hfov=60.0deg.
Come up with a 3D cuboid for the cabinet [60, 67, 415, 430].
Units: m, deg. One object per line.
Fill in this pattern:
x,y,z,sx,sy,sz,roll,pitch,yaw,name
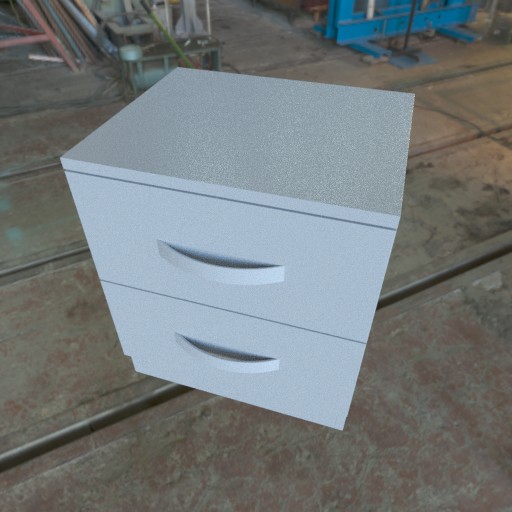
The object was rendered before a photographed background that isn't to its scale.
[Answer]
0.000,0.000,0.755,0.400,0.470,0.360,12,43,13,cabinet
